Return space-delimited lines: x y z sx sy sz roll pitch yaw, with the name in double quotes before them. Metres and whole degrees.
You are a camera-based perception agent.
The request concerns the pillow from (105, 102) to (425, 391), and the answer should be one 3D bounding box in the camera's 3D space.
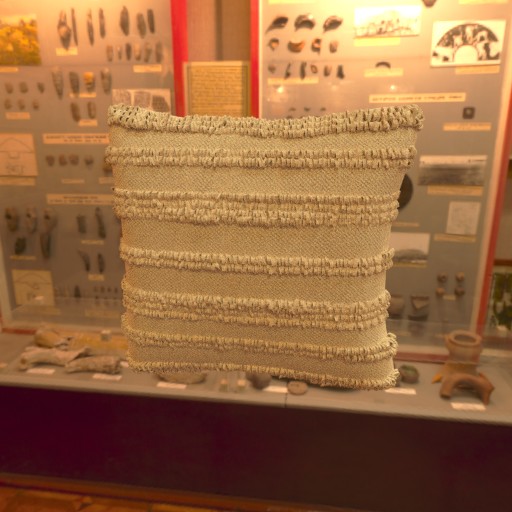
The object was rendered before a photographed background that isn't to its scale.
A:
"pillow" 0.000 0.000 0.649 0.437 0.427 0.145 3 17 9
